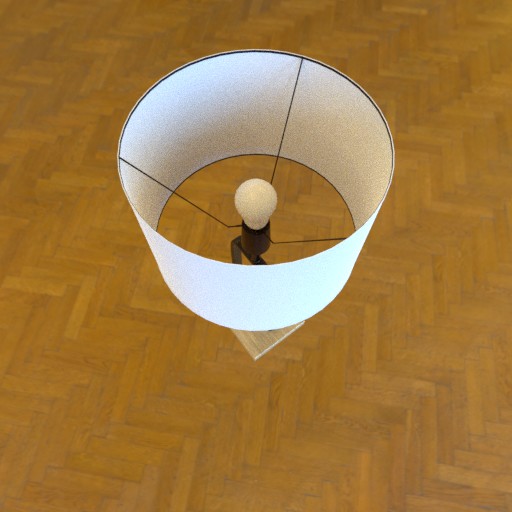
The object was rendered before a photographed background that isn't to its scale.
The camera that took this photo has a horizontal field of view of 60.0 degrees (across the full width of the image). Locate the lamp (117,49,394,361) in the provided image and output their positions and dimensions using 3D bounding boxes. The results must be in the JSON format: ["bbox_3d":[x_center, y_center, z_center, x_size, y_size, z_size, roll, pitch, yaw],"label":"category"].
[{"bbox_3d":[0.000,0.000,0.676,0.279,0.508,0.279,-34,68,-16],"label":"lamp"}]
